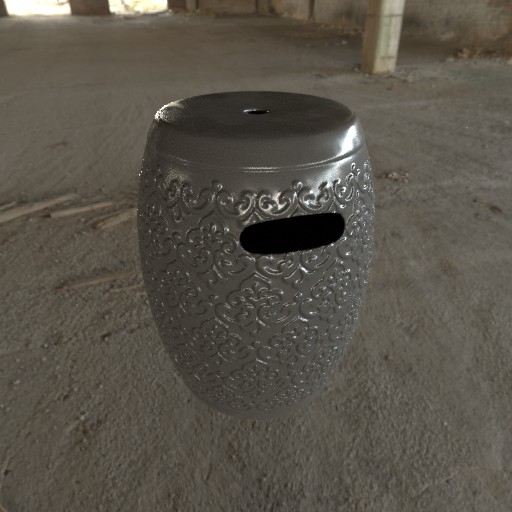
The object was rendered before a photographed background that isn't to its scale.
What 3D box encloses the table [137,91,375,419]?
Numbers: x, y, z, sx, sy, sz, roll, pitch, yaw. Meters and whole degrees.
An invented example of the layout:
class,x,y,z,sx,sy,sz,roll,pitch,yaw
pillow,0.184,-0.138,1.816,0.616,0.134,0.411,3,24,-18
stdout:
class,x,y,z,sx,sy,sz,roll,pitch,yaw
table,0.000,0.000,0.615,0.309,0.397,0.309,0,31,0
